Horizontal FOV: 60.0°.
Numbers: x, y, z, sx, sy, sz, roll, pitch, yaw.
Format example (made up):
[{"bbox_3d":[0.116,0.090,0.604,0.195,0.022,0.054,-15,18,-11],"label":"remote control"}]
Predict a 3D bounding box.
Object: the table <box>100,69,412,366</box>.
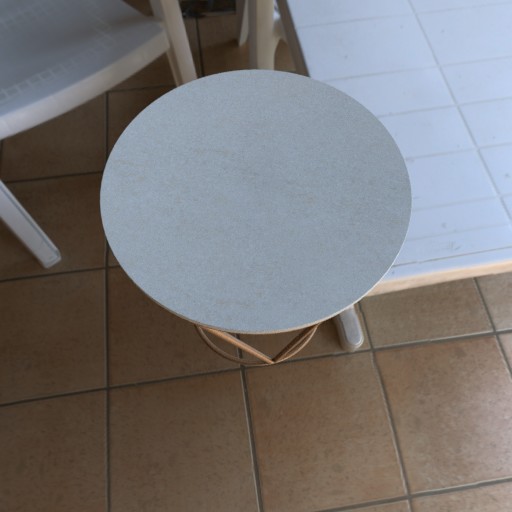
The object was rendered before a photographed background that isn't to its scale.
[{"bbox_3d":[0.000,0.000,0.971,0.500,0.564,0.500,0,64,0],"label":"table"}]
